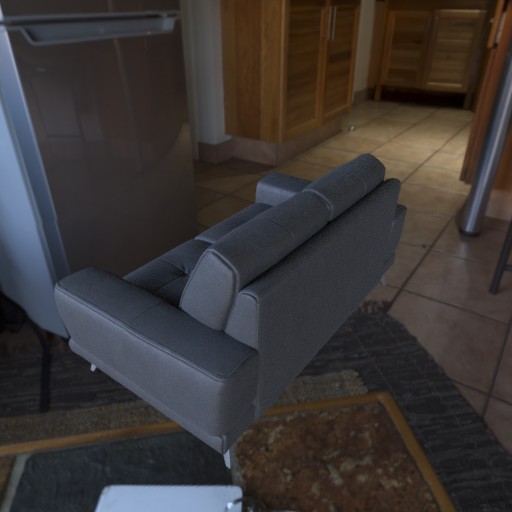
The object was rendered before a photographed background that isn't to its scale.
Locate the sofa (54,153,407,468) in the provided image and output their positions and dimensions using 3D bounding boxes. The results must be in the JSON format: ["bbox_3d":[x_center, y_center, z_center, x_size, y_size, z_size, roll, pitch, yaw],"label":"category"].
[{"bbox_3d":[0.000,0.000,2.384,1.018,0.907,1.806,21,37,30],"label":"sofa"}]
